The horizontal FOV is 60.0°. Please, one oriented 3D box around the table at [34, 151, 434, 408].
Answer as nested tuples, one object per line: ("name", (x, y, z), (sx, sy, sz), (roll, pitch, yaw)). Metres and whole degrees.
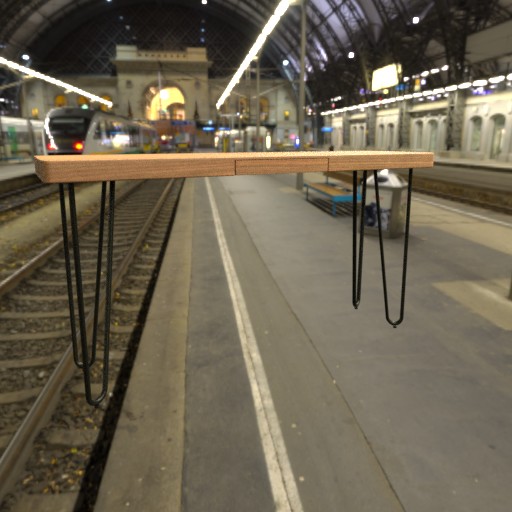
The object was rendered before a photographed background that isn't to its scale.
("table", (0.000, 0.000, 1.860), (1.570, 0.834, 0.425), (-8, 17, -28))
